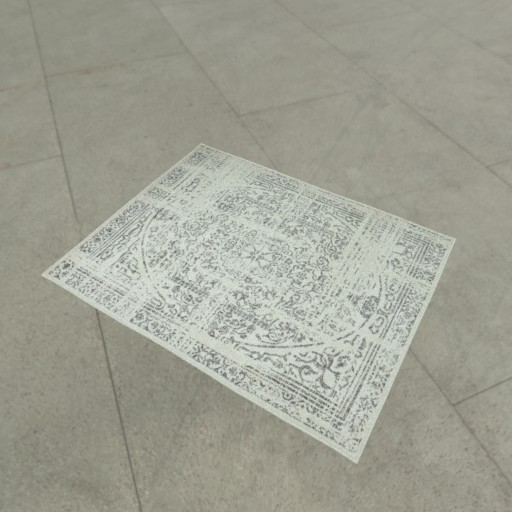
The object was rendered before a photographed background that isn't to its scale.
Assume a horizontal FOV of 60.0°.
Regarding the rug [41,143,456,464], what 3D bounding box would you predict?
[{"bbox_3d":[0.000,0.000,3.930,2.921,0.032,2.311,25,53,21],"label":"rug"}]
